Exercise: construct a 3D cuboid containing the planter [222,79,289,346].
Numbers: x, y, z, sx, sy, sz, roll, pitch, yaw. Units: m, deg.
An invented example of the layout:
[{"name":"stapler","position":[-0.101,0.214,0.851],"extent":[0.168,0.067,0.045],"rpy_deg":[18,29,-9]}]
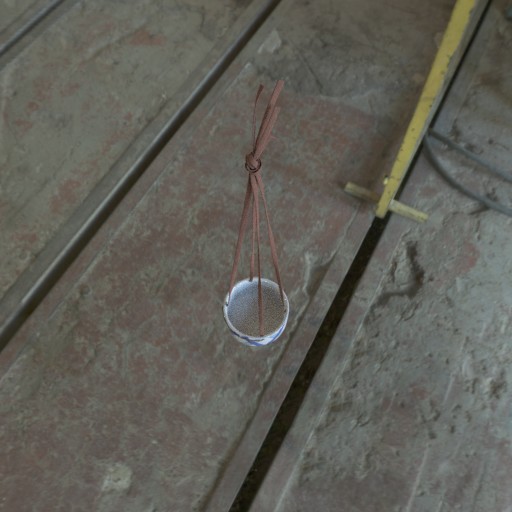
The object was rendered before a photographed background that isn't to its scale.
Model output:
[{"name":"planter","position":[0.000,0.000,0.831],"extent":[0.166,0.751,0.166],"rpy_deg":[-15,65,-7]}]
